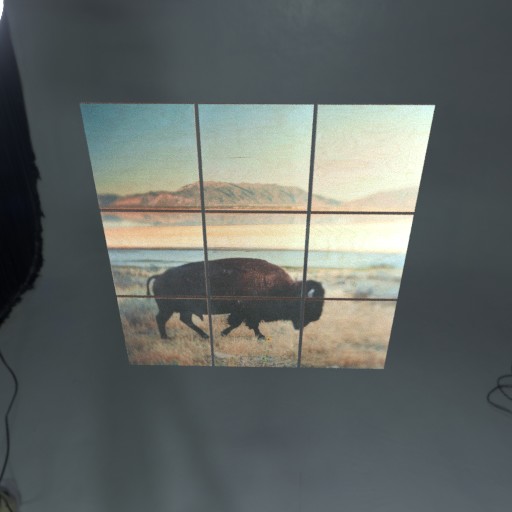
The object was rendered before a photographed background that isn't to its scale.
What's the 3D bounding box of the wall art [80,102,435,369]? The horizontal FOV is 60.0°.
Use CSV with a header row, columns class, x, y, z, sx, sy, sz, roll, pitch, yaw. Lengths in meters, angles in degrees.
class,x,y,z,sx,sy,sz,roll,pitch,yaw
wall art,0.000,0.000,1.364,0.906,0.904,0.018,1,30,1
